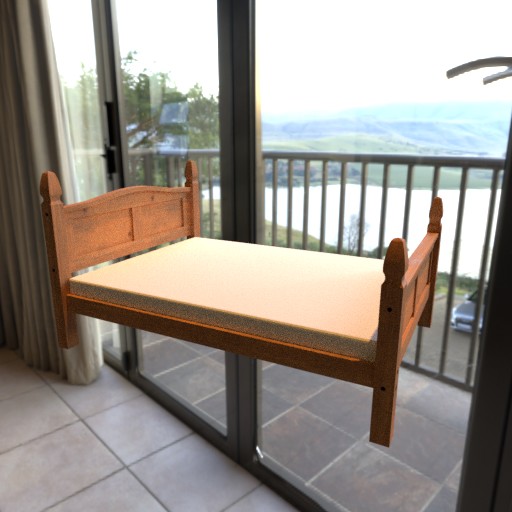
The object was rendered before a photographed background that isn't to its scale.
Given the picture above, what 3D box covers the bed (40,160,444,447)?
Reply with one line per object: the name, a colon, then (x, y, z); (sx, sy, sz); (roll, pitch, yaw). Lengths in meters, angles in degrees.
bed: (0.000, 0.000, 2.860); (2.069, 1.100, 1.490); (8, 17, 27)
